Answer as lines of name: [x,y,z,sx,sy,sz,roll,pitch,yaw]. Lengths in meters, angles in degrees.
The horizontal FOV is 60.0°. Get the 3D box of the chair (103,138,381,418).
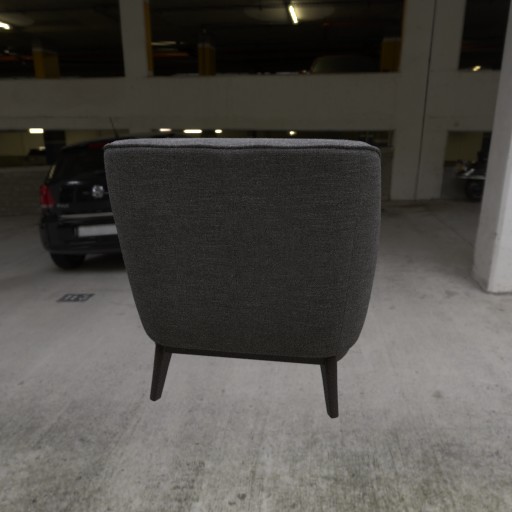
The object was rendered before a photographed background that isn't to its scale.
chair: [0.000,0.000,1.584,0.870,0.829,0.851,2,16,9]
